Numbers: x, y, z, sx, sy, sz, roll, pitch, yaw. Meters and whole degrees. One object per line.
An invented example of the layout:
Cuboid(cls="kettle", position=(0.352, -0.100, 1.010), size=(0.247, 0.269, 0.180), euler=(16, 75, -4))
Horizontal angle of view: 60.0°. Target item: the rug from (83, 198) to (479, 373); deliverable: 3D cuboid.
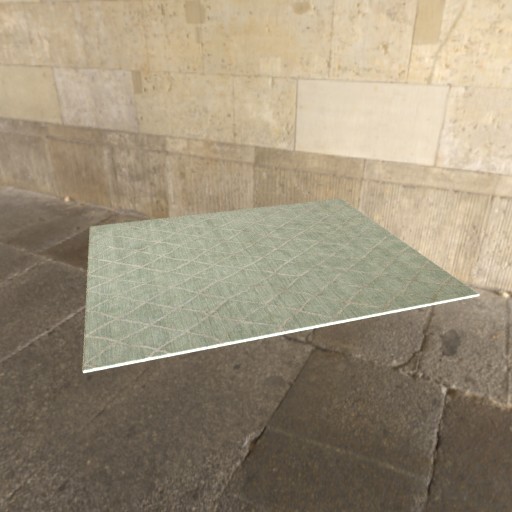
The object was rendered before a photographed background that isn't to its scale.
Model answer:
Cuboid(cls="rug", position=(0.000, 0.000, 4.213), size=(3.039, 0.019, 2.420), euler=(-8, 28, -15))
